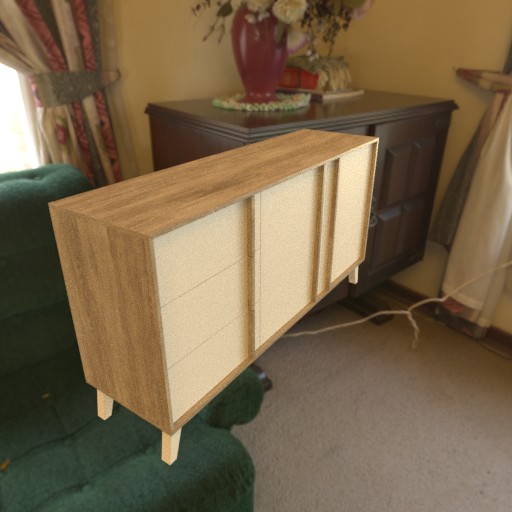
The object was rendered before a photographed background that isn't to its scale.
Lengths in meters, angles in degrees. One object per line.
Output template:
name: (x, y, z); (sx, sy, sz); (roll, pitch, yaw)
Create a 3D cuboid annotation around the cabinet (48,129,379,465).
cabinet: (0.000, 0.000, 2.035); (0.450, 0.870, 1.600); (17, 30, 31)
